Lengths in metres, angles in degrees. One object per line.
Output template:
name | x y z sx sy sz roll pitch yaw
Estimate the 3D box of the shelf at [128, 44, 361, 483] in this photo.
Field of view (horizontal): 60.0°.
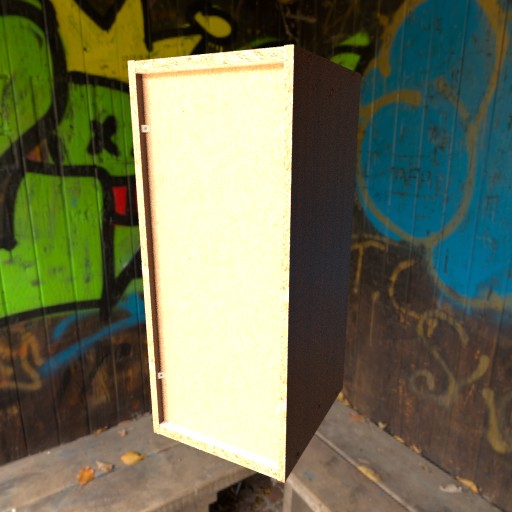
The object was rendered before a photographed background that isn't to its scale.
shelf | 0.000 0.000 0.762 0.253 0.600 0.290 8 17 27
